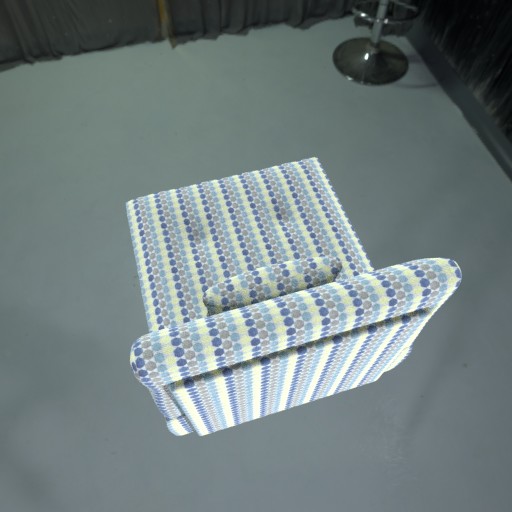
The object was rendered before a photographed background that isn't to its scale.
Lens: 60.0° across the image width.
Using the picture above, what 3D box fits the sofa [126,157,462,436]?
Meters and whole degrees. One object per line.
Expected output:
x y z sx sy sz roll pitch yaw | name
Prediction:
0.000 0.000 1.690 0.930 0.830 1.000 -14 60 -9 | sofa
